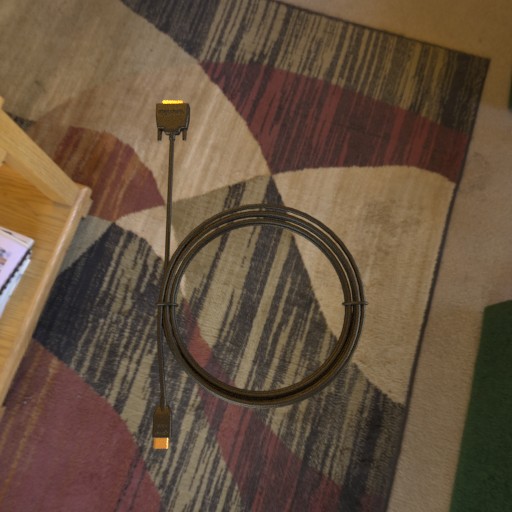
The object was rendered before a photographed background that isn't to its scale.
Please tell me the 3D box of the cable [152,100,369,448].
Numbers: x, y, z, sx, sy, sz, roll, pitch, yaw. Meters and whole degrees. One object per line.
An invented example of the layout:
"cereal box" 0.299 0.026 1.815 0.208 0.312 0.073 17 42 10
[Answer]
"cable" 0.000 0.000 0.525 0.257 0.030 0.422 0 76 0
